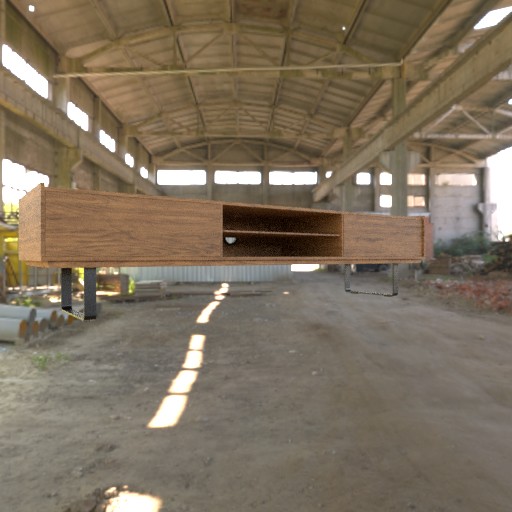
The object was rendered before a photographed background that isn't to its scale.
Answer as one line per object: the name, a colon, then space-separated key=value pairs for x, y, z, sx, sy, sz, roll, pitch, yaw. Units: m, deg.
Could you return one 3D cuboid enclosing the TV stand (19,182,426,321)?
TV stand: x=0.000 y=0.000 z=1.947 sx=1.796 sy=0.415 sz=0.467 roll=0 pitch=0 yaw=-35
